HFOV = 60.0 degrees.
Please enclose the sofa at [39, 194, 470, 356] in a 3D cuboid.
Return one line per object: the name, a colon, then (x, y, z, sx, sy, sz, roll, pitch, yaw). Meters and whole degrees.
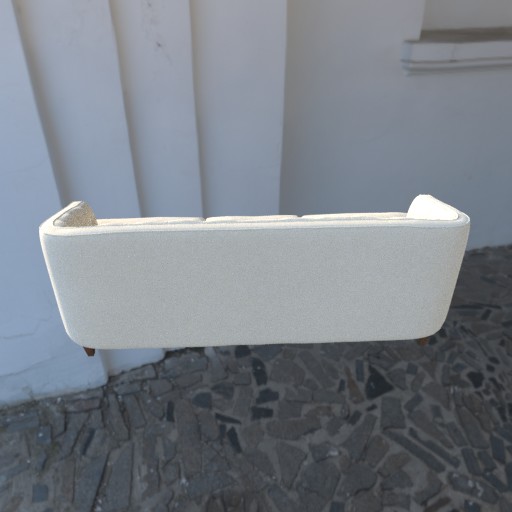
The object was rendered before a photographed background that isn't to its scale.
sofa: (0.000, 0.000, 2.693, 2.278, 0.855, 0.941, -1, 31, -2)
